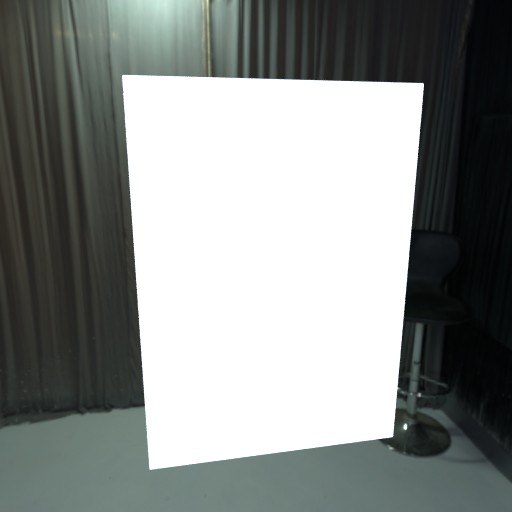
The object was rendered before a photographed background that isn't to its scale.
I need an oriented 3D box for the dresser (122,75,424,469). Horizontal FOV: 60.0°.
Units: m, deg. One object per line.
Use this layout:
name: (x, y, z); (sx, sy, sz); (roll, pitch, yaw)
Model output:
dresser: (0.000, 0.000, 0.812); (0.400, 0.560, 0.360); (-3, 15, -11)
